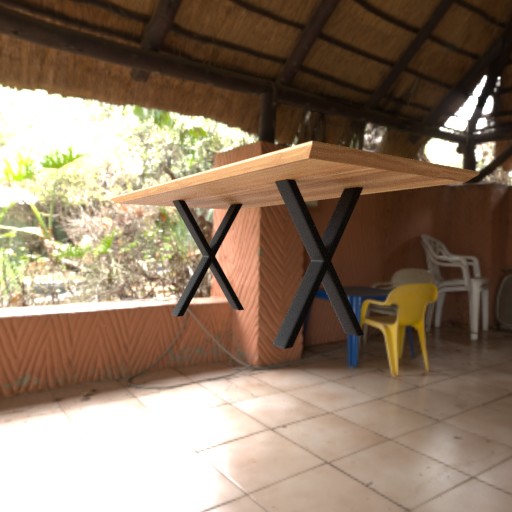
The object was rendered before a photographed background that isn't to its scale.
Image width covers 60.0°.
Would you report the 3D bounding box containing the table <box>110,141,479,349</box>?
[{"bbox_3d":[0.000,0.000,2.491,1.000,0.770,2.000,-1,2,-36],"label":"table"}]
